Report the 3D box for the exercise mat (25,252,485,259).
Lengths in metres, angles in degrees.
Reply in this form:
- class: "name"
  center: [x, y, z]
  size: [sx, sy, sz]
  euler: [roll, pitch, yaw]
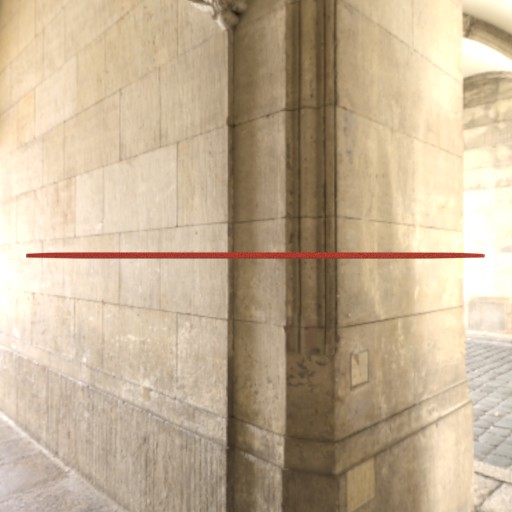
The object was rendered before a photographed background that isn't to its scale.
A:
- class: "exercise mat"
  center: [0.000, 0.000, 2.062]
  size: [1.869, 0.021, 0.616]
  euler: [0, -1, -1]
